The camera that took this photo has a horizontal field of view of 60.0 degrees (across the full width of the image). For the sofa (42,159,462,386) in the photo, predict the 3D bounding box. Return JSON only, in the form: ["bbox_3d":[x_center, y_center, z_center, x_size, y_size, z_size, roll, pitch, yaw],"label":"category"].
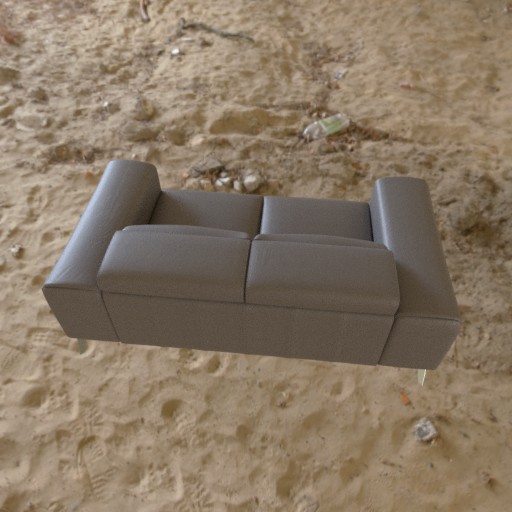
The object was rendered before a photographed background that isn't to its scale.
[{"bbox_3d":[0.000,0.000,2.461,1.930,0.753,1.024,4,48,4],"label":"sofa"}]
